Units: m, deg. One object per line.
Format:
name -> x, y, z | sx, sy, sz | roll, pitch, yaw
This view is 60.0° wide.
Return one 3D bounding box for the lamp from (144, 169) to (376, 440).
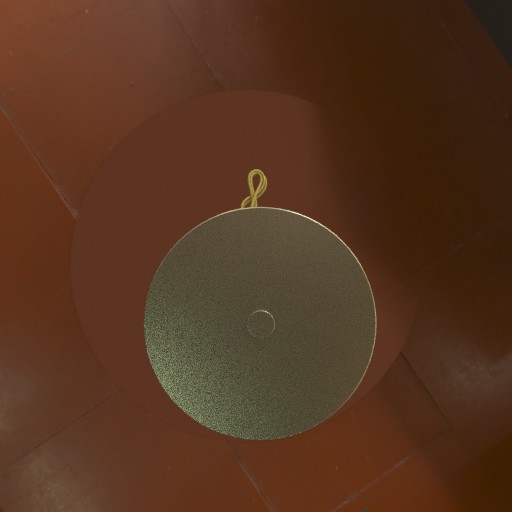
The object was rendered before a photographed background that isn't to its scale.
lamp -> 0.000, 0.000, 0.681 | 0.229, 0.508, 0.369 | 0, 89, -1
